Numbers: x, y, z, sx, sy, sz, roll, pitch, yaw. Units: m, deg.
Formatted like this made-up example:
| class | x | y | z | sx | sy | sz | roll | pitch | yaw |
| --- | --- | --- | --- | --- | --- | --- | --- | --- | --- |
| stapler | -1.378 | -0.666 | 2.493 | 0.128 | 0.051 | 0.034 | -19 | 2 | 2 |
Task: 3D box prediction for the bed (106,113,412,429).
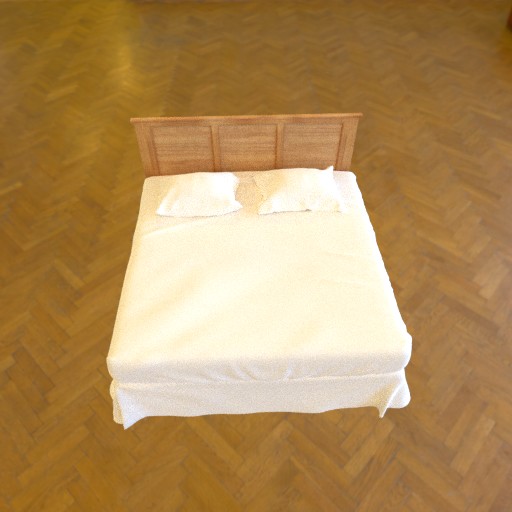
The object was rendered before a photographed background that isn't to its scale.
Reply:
| class | x | y | z | sx | sy | sz | roll | pitch | yaw |
| --- | --- | --- | --- | --- | --- | --- | --- | --- | --- |
| bed | 0.000 | 0.000 | 3.548 | 2.317 | 1.270 | 2.215 | -2 | 46 | -2 |
